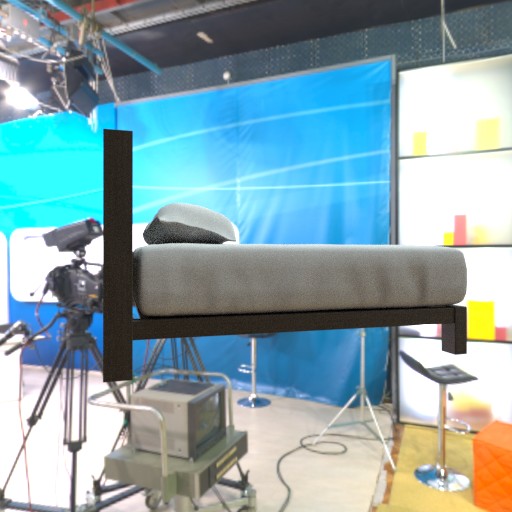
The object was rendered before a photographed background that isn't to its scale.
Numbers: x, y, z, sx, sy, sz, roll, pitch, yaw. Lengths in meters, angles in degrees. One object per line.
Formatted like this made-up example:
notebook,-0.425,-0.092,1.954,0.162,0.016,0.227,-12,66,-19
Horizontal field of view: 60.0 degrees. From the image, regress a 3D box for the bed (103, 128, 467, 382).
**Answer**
bed,0.000,0.000,3.544,2.238,1.261,2.143,0,0,-17
